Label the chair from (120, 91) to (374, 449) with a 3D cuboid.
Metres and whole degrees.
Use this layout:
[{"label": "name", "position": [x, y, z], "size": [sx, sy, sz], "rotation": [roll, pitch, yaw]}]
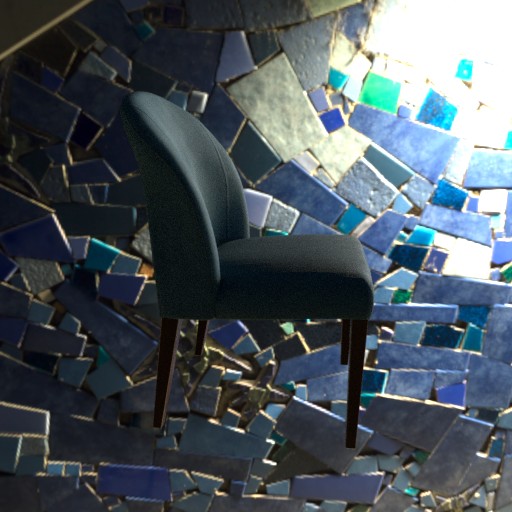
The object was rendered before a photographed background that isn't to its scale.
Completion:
[{"label": "chair", "position": [0.000, 0.000, 1.254], "size": [0.620, 0.879, 0.507], "rotation": [2, 16, 8]}]
